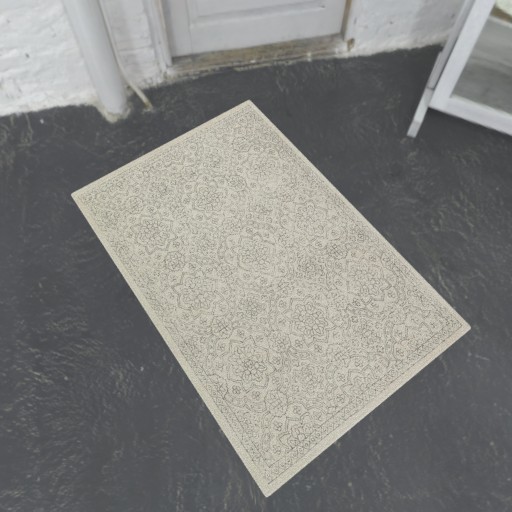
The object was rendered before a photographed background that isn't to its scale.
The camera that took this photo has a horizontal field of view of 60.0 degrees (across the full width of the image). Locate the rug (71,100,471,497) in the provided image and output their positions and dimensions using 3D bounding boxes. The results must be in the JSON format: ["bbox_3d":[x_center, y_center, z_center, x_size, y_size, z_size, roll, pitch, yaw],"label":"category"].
[{"bbox_3d":[0.000,0.000,2.860,1.524,0.011,2.286,-33,68,-15],"label":"rug"}]
